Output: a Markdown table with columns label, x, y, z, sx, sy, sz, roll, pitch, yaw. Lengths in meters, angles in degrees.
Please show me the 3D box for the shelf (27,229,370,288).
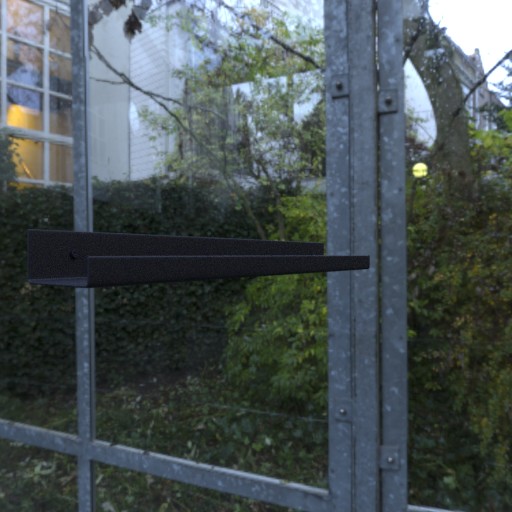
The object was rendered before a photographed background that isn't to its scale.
| label | x | y | z | sx | sy | sz | roll | pitch | yaw |
| --- | --- | --- | --- | --- | --- | --- | --- | --- | --- |
| shelf | 0.000 | 0.000 | 0.639 | 0.102 | 0.053 | 0.605 | 0 | 0 | 36 |
